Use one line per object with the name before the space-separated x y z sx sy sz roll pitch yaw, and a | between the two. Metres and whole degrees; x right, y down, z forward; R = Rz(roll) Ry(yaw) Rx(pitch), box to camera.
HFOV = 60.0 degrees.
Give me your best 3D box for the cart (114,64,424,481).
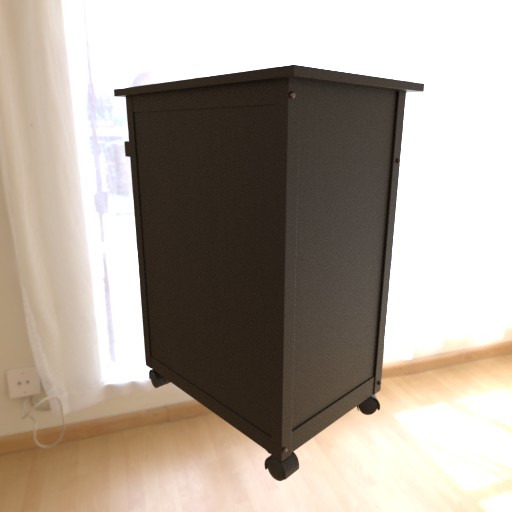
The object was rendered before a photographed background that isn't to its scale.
cart | 0.000 0.000 1.229 0.456 0.879 0.660 -15 21 -42
